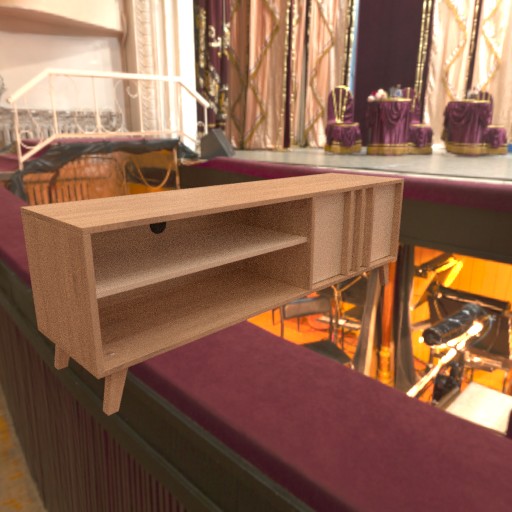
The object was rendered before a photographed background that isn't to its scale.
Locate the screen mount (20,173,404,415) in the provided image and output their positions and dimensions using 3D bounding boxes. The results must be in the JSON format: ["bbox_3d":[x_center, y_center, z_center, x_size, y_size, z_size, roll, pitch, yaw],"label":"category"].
[{"bbox_3d":[0.000,0.000,1.707,1.500,0.510,0.400,-15,22,-43],"label":"screen mount"}]
